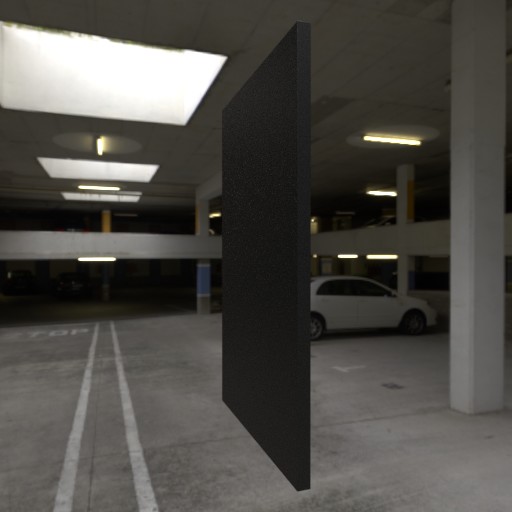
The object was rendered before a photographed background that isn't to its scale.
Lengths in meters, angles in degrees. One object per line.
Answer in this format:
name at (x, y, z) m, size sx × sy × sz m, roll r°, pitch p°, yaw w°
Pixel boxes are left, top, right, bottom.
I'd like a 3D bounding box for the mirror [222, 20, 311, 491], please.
mirror at (0.000, 0.000, 1.513) m, size 0.038 × 1.219 × 0.762 m, roll 0°, pitch 0°, yaw -19°
